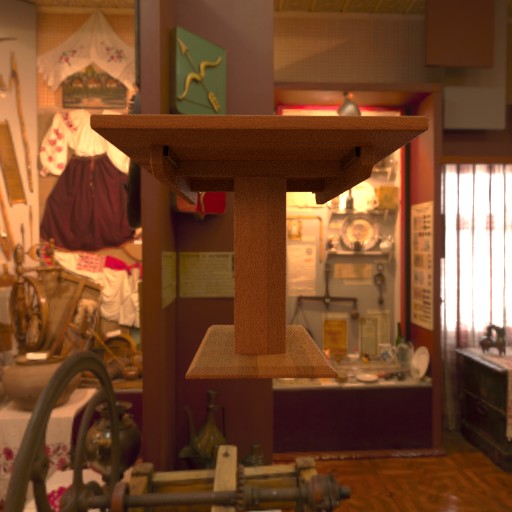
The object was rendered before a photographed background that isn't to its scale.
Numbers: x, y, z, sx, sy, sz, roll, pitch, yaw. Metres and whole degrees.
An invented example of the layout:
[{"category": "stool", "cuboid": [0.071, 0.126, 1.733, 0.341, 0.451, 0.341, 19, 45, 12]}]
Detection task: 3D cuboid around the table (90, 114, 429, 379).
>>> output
[{"category": "table", "cuboid": [0.000, 0.000, 1.824, 0.900, 0.770, 1.300, 0, 1, -1]}]
